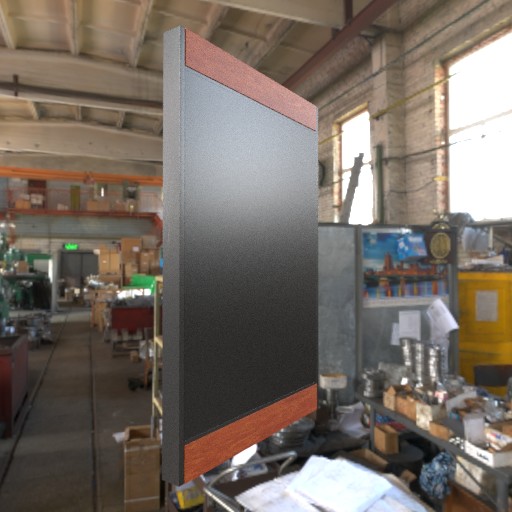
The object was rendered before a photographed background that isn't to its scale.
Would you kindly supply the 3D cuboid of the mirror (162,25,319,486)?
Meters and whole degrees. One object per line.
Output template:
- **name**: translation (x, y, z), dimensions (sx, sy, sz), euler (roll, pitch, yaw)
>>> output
- **mirror**: translation (0.000, 0.000, 1.015), dimensions (0.047, 0.823, 0.525), euler (-1, -1, 36)
